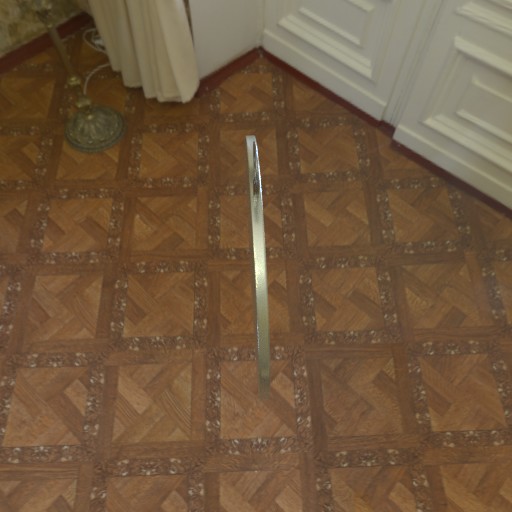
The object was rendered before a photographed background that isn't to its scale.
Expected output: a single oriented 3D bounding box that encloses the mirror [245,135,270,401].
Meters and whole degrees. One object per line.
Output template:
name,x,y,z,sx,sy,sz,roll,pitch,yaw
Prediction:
mirror,0.000,0.000,0.983,0.020,0.713,0.594,-3,64,-1
